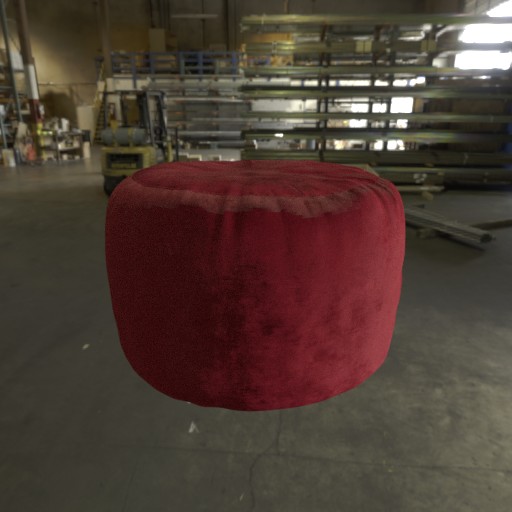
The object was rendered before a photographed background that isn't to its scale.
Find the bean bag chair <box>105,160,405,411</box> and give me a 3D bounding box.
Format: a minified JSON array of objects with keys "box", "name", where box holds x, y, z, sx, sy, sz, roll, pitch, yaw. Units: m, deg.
[{"box":[0.000,0.000,1.911,1.219,0.762,1.219,0,18,0],"name":"bean bag chair"}]
